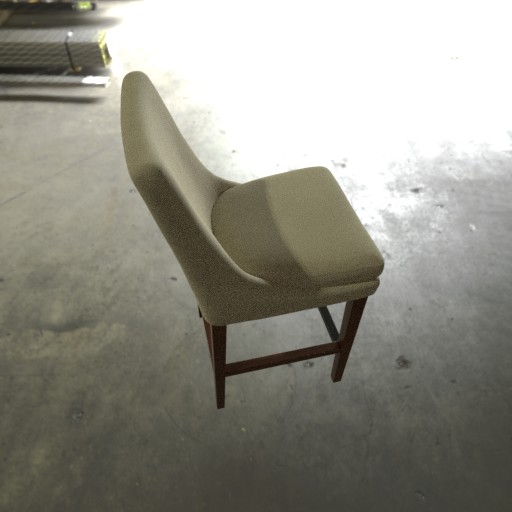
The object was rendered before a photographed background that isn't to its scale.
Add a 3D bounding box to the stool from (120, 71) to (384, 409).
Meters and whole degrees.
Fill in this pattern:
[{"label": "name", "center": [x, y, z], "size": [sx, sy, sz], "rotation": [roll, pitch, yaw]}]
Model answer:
[{"label": "stool", "center": [0.000, 0.000, 1.298], "size": [0.577, 0.981, 0.470], "rotation": [-10, 47, -9]}]
